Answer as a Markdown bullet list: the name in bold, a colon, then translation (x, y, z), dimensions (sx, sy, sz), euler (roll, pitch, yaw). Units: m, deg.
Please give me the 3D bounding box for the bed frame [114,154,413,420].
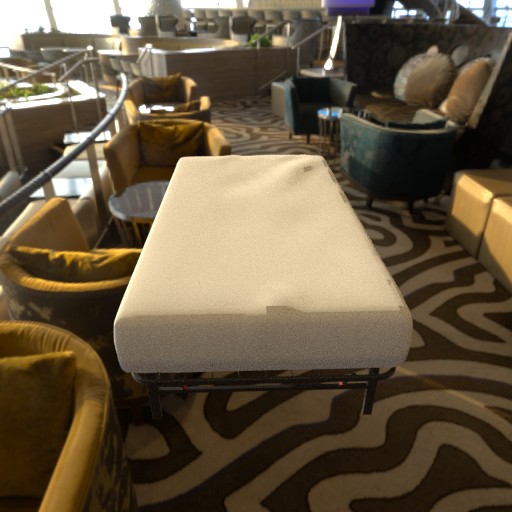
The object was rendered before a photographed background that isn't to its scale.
- **bed frame**: translation (0.000, 0.000, 2.412), dimensions (1.025, 0.640, 1.908), euler (-1, 29, -2)
